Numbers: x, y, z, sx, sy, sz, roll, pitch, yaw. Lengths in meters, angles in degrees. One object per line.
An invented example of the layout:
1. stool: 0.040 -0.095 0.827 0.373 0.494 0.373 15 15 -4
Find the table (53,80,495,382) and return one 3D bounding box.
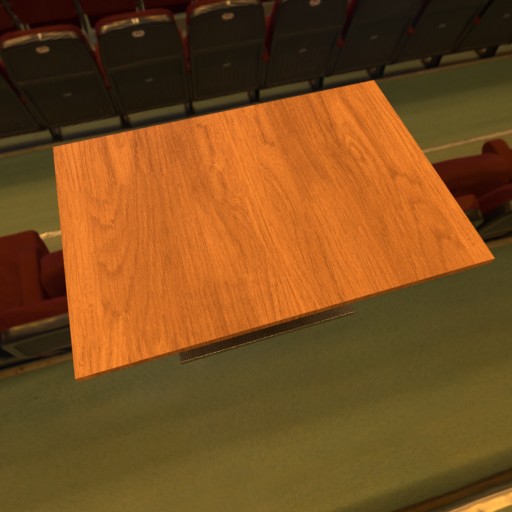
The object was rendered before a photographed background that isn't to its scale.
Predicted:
1. table: 0.000 0.000 1.849 1.300 0.770 0.900 -15 60 -9
